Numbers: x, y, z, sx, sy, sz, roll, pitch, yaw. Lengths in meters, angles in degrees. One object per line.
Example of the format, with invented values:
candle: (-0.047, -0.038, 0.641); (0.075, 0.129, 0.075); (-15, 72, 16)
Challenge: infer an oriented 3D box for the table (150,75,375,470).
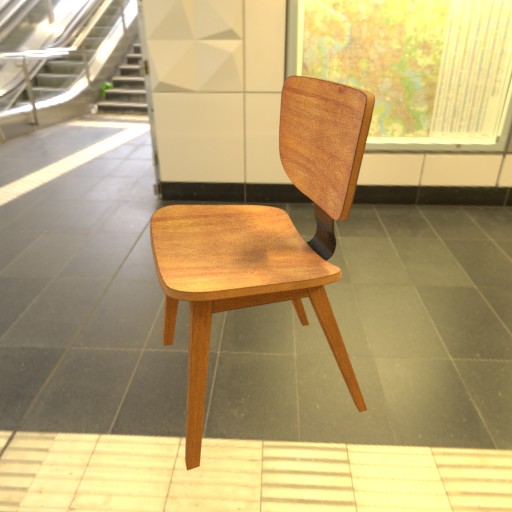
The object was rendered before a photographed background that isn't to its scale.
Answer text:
table: (0.000, 0.000, 1.120); (0.500, 0.805, 0.499); (-8, 29, -15)
